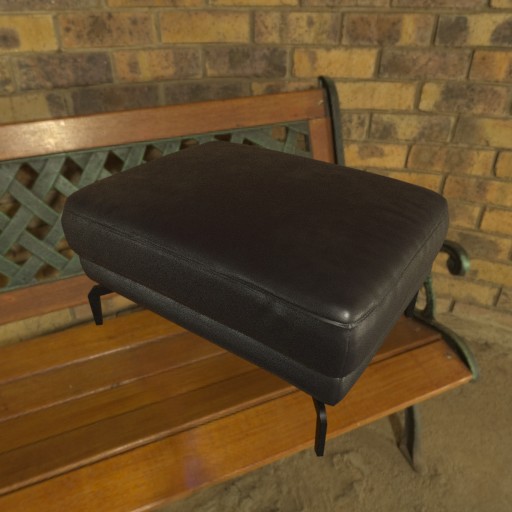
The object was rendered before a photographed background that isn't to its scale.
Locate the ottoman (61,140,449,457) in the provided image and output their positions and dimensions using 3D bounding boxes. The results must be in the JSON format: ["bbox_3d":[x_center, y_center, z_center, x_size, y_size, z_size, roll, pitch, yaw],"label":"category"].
[{"bbox_3d":[0.000,0.000,1.088,0.764,0.402,0.570,20,37,30],"label":"ottoman"}]
